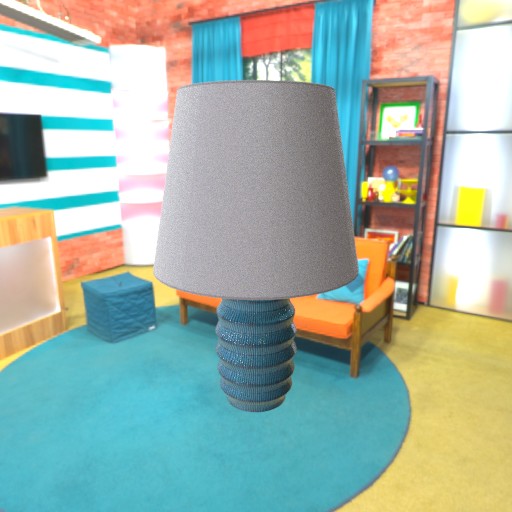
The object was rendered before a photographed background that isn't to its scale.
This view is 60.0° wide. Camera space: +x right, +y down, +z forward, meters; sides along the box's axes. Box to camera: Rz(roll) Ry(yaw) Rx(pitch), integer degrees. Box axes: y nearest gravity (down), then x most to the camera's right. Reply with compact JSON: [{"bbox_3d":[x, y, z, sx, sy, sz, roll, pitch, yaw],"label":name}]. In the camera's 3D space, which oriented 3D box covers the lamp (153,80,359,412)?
[{"bbox_3d":[0.000,0.000,0.558,0.254,0.392,0.254,0,14,0],"label":"lamp"}]
